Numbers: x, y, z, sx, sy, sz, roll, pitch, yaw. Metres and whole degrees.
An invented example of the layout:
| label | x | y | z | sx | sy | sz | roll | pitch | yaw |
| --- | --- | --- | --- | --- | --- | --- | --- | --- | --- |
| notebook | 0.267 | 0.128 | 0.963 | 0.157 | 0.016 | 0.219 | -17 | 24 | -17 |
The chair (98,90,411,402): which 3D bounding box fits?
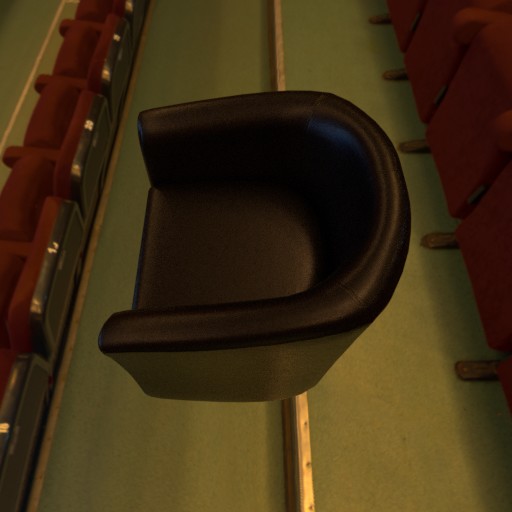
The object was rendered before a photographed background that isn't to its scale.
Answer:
| label | x | y | z | sx | sy | sz | roll | pitch | yaw |
| --- | --- | --- | --- | --- | --- | --- | --- | --- | --- |
| chair | 0.000 | 0.000 | 1.373 | 0.727 | 0.756 | 0.793 | -1 | 58 | -1 |
